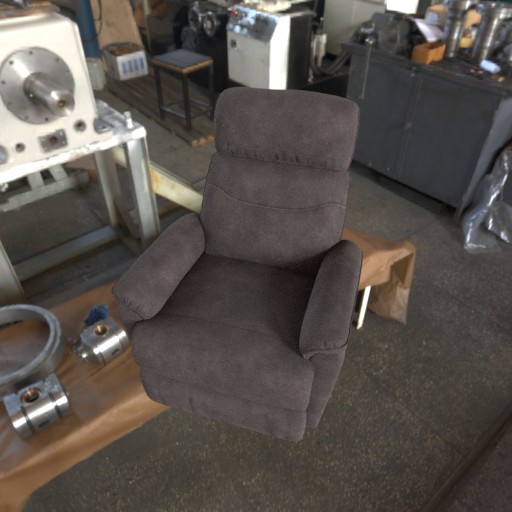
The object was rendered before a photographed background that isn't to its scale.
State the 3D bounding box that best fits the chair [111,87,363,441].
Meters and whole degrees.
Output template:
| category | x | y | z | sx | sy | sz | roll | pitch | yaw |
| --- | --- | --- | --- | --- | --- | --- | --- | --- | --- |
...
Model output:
| category | x | y | z | sx | sy | sz | roll | pitch | yaw |
| --- | --- | --- | --- | --- | --- | --- | --- | --- | --- |
| chair | 0.000 | 0.000 | 1.775 | 0.830 | 1.035 | 1.009 | 11 | 41 | 13 |
